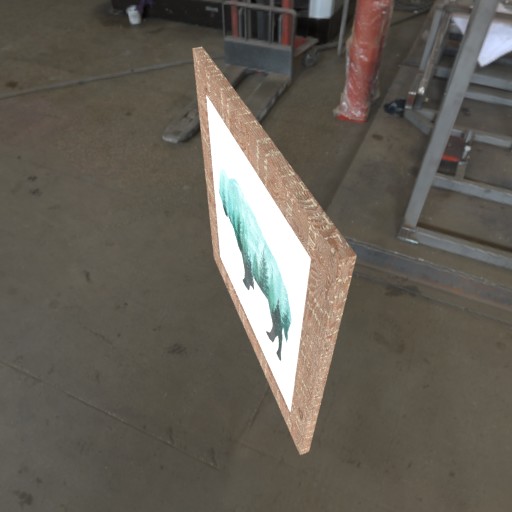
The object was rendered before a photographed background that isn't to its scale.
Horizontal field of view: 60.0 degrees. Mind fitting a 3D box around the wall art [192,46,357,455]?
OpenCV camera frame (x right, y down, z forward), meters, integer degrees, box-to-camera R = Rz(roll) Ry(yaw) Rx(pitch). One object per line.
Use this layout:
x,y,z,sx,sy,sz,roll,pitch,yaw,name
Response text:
0.000,0.000,0.568,0.022,0.380,0.380,-16,49,-14,wall art
